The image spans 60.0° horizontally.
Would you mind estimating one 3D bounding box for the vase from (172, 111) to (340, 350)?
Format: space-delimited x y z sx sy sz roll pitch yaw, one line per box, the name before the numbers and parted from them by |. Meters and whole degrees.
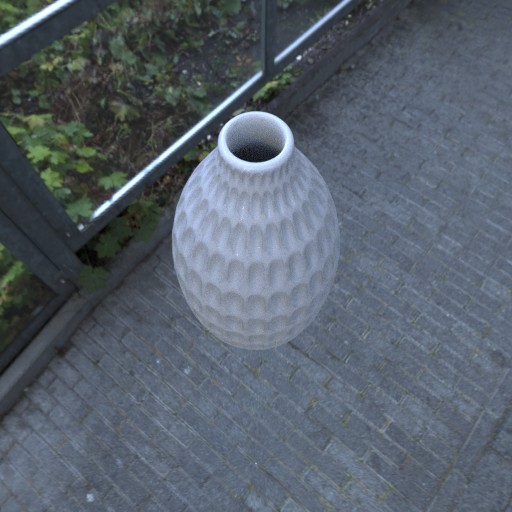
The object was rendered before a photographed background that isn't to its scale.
vase | 0.000 0.000 0.351 0.127 0.282 0.127 0 65 0
